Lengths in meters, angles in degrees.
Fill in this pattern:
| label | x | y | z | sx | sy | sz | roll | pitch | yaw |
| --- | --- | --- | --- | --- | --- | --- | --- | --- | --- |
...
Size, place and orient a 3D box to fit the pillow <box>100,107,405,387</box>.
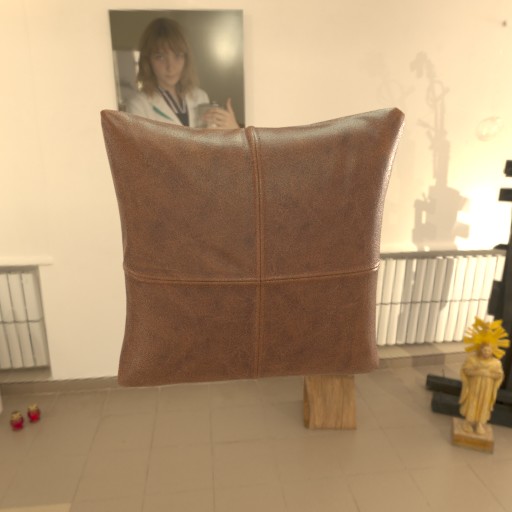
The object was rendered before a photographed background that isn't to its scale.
| label | x | y | z | sx | sy | sz | roll | pitch | yaw |
| --- | --- | --- | --- | --- | --- | --- | --- | --- | --- |
| pillow | 0.000 | 0.000 | 0.734 | 0.484 | 0.470 | 0.192 | -2 | 16 | -7 |
